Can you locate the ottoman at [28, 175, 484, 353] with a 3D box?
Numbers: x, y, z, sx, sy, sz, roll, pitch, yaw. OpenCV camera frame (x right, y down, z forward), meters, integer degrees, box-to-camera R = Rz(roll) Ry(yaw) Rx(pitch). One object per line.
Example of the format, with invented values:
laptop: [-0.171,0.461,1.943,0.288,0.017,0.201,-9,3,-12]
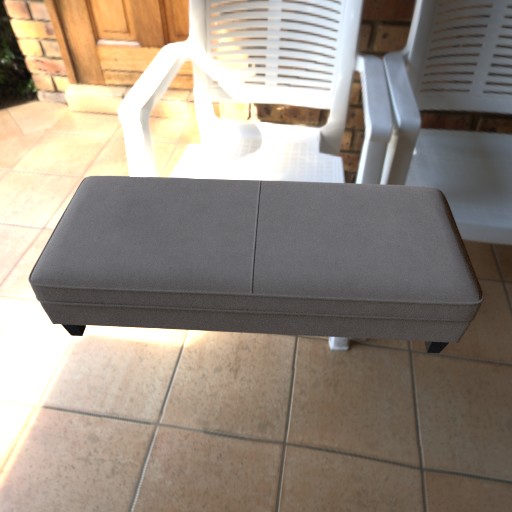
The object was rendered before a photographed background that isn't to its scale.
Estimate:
ottoman: [0.000,0.000,1.996,1.726,0.460,0.735,2,46,2]
